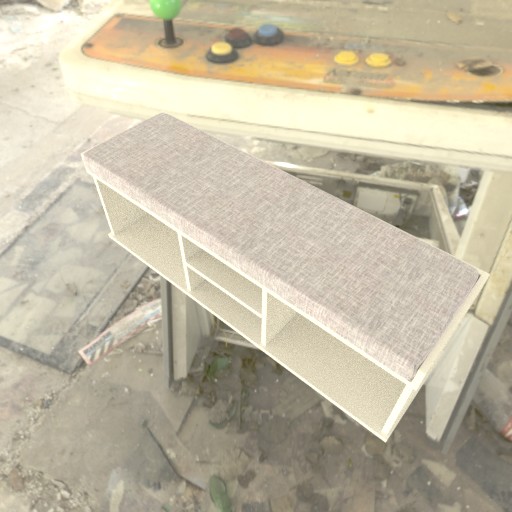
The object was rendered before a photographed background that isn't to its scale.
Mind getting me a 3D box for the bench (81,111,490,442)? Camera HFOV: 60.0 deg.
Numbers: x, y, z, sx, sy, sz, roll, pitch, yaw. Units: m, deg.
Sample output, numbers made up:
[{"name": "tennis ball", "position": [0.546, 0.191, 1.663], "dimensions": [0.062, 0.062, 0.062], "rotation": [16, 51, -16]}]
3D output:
[{"name": "bench", "position": [0.000, 0.000, 1.404], "dimensions": [1.196, 0.453, 0.363], "rotation": [32, 55, 26]}]
